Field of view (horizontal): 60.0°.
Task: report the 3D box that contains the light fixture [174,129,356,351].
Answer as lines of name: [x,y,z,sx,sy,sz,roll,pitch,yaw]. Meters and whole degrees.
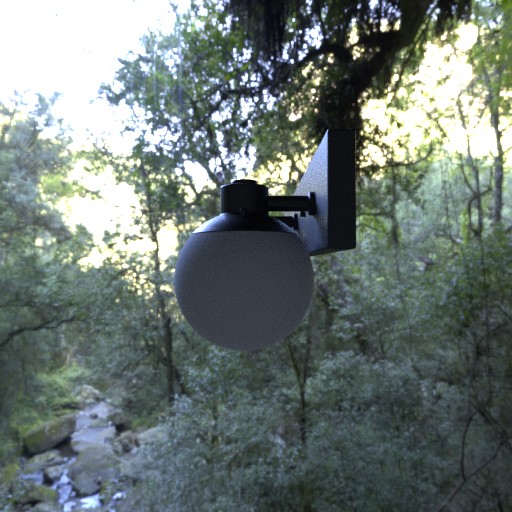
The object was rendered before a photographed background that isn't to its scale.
light fixture: [0.000,0.000,0.842,0.218,0.263,0.721,0,-1,0]
